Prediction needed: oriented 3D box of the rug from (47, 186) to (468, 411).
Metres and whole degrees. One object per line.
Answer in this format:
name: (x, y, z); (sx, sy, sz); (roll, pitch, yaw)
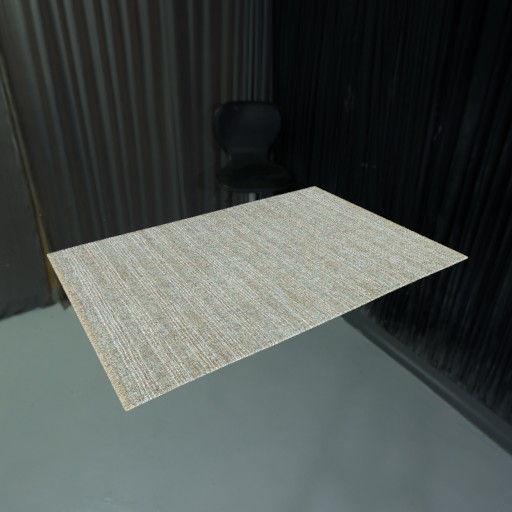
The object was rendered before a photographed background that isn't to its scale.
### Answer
rug: (0.000, 0.000, 2.319); (1.824, 0.010, 1.240); (-18, 34, -29)
